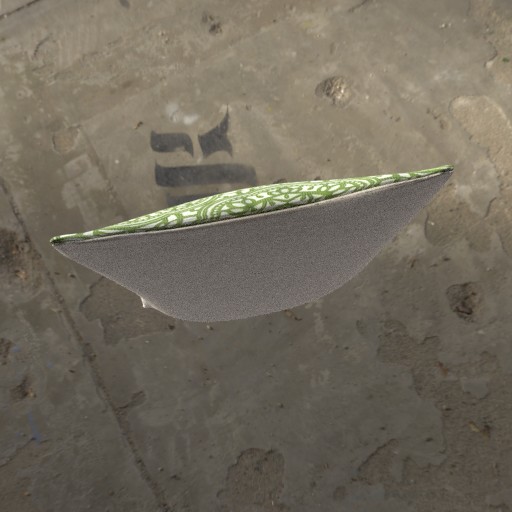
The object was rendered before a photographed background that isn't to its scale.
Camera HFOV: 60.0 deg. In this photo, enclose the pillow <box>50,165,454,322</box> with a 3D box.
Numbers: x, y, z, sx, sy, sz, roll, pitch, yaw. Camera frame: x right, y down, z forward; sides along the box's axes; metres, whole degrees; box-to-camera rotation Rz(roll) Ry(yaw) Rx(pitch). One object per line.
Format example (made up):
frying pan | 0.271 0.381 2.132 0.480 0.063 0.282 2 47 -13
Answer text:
pillow | 0.000 0.000 0.664 0.440 0.419 0.162 -11 76 -3
